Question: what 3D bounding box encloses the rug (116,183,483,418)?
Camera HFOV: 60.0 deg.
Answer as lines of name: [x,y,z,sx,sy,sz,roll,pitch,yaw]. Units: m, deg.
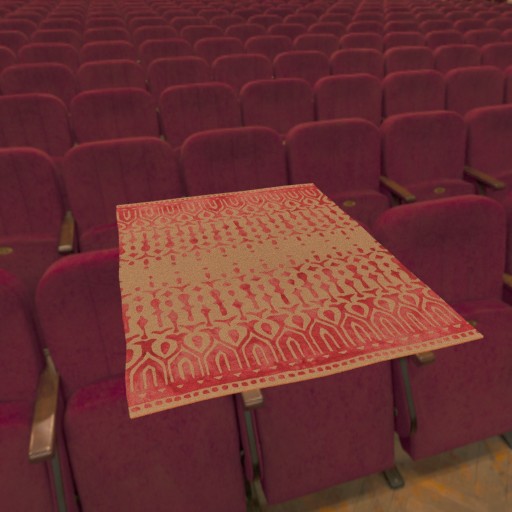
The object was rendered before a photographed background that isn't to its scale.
rug: [0.000,0.000,4.085,2.441,0.016,3.095,-9,32,-14]
